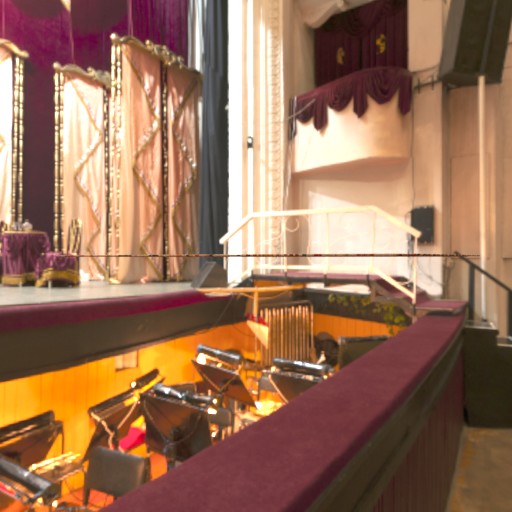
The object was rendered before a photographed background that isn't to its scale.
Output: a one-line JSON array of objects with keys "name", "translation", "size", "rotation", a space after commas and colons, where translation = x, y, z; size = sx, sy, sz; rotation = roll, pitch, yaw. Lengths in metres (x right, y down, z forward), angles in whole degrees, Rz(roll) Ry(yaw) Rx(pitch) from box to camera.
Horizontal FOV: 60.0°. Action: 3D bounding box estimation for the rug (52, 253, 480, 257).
[{"name": "rug", "translation": [0.000, 0.000, 3.083], "size": [2.584, 0.010, 1.523], "rotation": [0, 0, 35]}]
